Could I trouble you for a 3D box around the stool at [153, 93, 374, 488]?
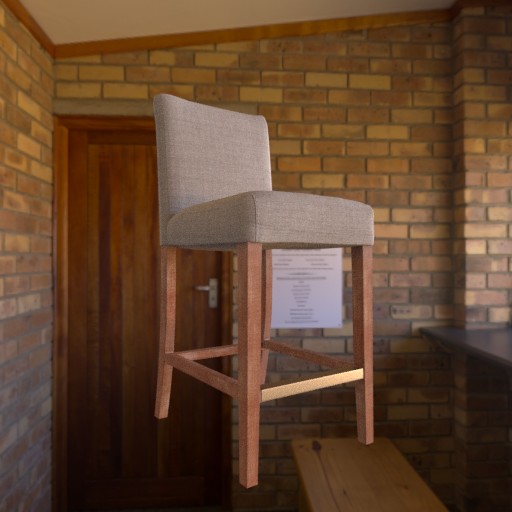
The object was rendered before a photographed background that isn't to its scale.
[{"bbox_3d":[0.000,0.000,1.332,0.454,1.039,0.567,0,0,-35],"label":"stool"}]
